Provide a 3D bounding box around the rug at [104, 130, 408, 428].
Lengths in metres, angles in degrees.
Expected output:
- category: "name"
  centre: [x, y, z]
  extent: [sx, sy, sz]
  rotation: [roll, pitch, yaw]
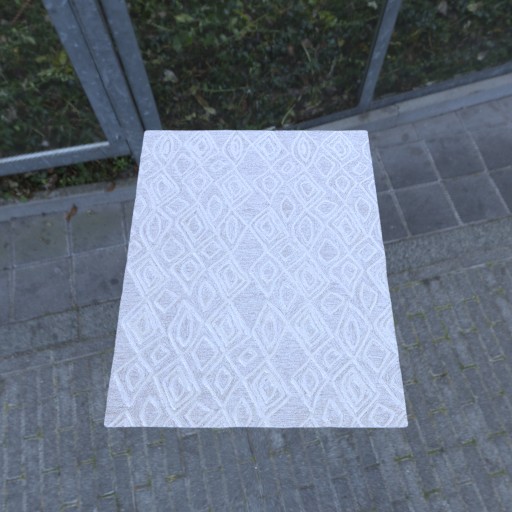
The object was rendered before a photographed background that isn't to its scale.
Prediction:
- category: "rug"
  centre: [0.000, 0.000, 4.200]
  extent: [2.449, 0.025, 3.049]
  rotation: [0, 64, 0]
